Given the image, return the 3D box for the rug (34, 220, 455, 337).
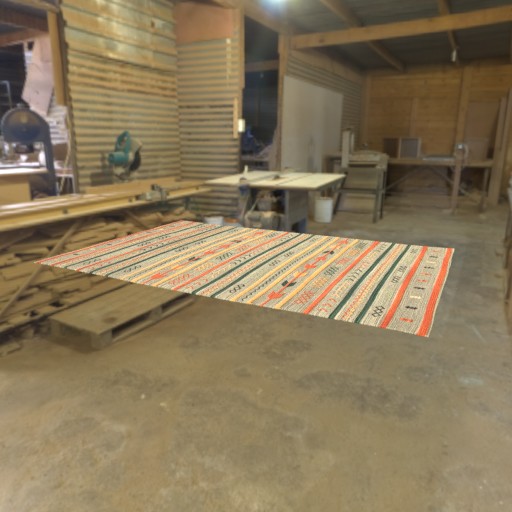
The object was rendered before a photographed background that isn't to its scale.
[{"bbox_3d":[0.000,0.000,2.308,1.835,0.017,1.220,8,17,26],"label":"rug"}]
